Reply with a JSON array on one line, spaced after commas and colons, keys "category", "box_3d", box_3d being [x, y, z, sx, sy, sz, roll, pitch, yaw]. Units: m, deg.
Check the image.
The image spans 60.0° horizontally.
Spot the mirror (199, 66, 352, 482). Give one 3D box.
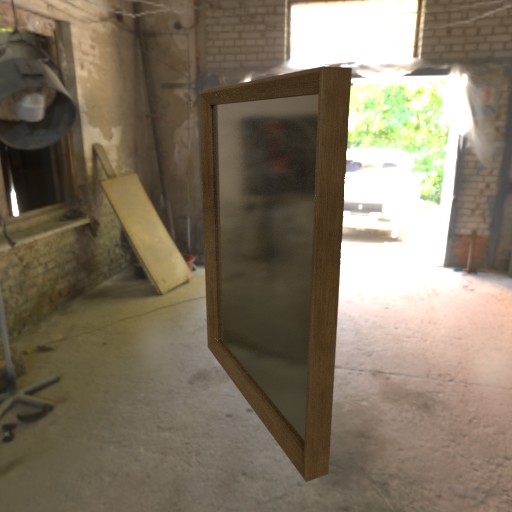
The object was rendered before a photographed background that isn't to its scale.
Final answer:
[{"category": "mirror", "box_3d": [0.000, 0.000, 0.697, 0.041, 0.509, 0.406, -7, 18, -23]}]
